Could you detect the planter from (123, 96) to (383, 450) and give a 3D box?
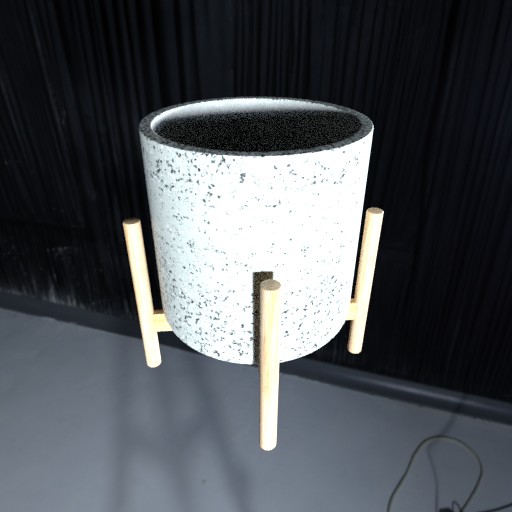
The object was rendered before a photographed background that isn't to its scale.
[{"bbox_3d":[0.000,0.000,0.693,0.360,0.419,0.360,9,32,15],"label":"planter"}]
